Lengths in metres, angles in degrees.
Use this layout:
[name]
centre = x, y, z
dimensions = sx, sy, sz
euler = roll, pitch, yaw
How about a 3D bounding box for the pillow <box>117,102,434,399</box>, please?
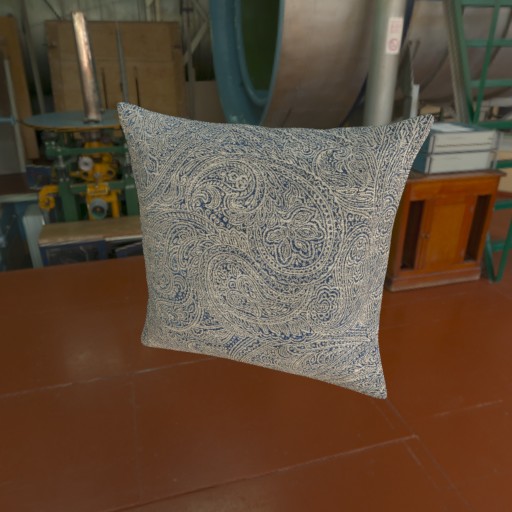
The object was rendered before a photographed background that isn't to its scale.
[pillow]
centre = 0.000, 0.000, 0.799
dimensions = 0.523, 0.510, 0.166
euler = 8, 27, 16
